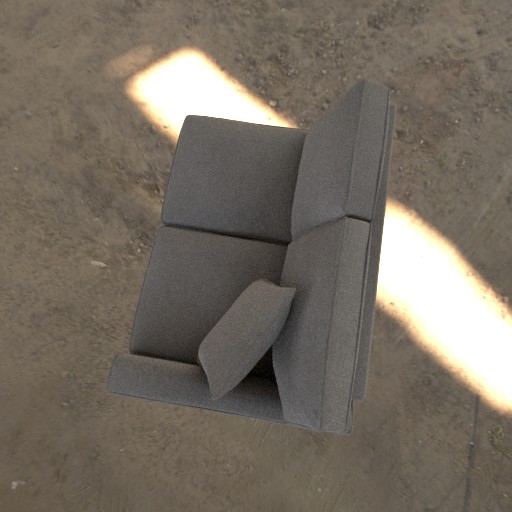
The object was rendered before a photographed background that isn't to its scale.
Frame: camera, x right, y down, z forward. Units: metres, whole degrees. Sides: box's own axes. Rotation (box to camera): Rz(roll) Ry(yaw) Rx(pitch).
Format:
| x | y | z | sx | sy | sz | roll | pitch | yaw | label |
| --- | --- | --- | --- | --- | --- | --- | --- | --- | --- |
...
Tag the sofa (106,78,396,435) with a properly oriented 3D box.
| x | y | z | sx | sy | sz | roll | pitch | yaw | label |
| --- | --- | --- | --- | --- | --- | --- | --- | --- | --- |
| 0.000 | 0.000 | 2.042 | 0.991 | 0.989 | 1.388 | 10 | 74 | 3 | sofa |
